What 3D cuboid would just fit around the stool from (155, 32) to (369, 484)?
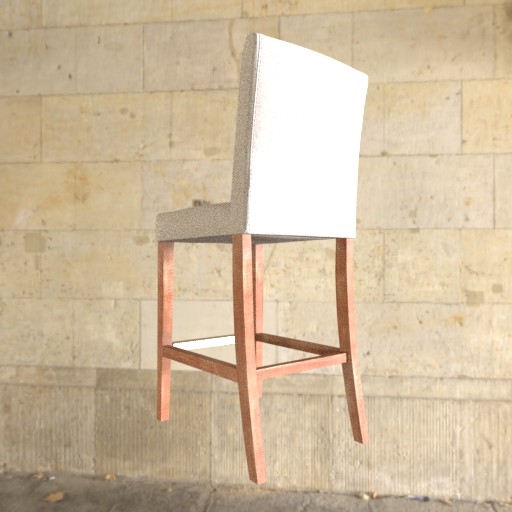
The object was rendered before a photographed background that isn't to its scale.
[{"bbox_3d":[0.000,0.000,1.389,0.439,1.088,0.570,0,0,-37],"label":"stool"}]
